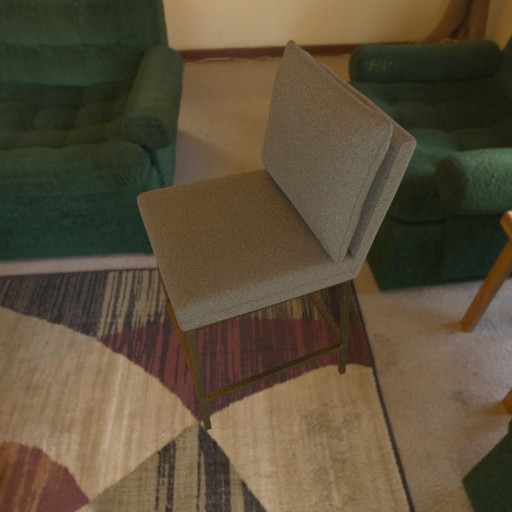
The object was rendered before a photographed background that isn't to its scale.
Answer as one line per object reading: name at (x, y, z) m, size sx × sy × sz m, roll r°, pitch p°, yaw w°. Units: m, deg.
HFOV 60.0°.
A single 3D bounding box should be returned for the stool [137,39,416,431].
stool at (0.000, 0.000, 1.307) m, size 0.569 × 1.030 × 0.463 m, roll -16°, pitch 48°, yaw -15°
